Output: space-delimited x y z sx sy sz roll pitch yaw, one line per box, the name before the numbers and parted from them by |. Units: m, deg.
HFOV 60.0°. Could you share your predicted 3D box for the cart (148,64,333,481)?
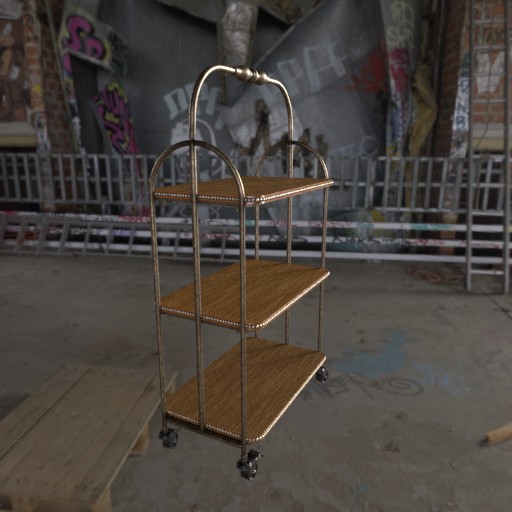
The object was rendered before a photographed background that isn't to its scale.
cart | 0.000 0.000 1.341 0.330 1.052 0.650 8 16 27
